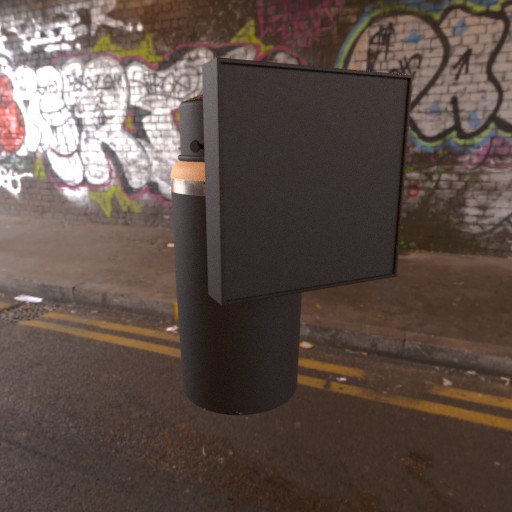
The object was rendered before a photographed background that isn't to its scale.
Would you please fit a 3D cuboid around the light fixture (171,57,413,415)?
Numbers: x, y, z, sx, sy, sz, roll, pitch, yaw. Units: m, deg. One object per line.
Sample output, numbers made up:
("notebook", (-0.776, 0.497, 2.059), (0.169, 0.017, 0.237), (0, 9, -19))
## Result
("light fixture", (0.000, 0.000, 0.353), (0.130, 0.257, 0.176), (-7, 16, -26))
